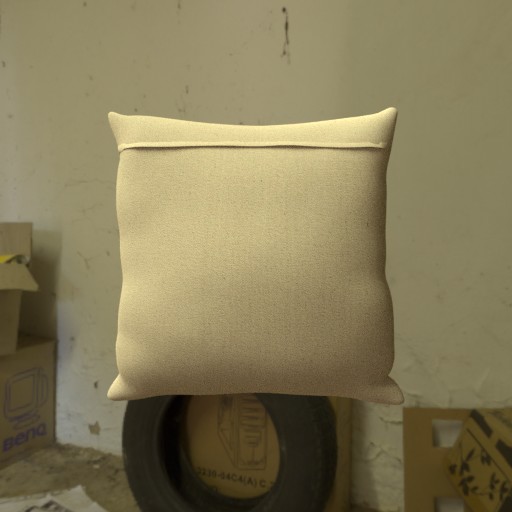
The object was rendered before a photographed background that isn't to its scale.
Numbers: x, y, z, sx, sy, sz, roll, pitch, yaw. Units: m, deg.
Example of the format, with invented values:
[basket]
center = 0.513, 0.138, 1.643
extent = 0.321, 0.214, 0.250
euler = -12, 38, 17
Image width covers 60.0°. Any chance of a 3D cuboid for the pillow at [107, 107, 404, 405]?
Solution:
[pillow]
center = 0.000, 0.000, 0.662
extent = 0.440, 0.441, 0.182
euler = 0, 1, 0
